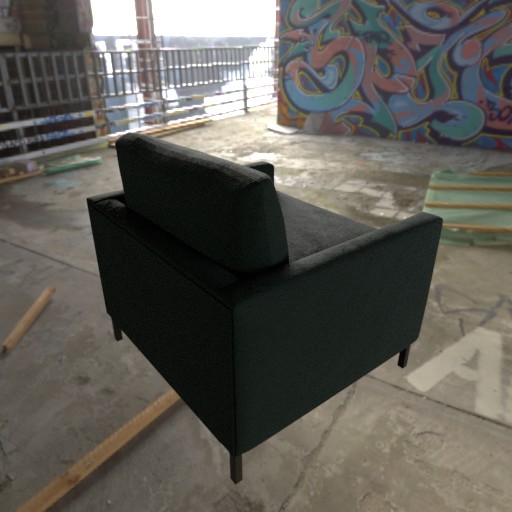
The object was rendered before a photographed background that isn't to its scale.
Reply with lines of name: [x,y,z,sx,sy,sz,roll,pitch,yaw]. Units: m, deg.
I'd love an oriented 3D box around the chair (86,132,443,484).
chair: [0.000,0.000,1.616,0.866,0.861,0.963,-19,32,-34]
